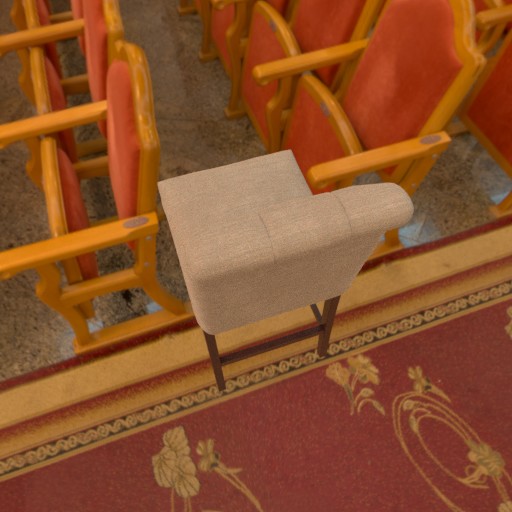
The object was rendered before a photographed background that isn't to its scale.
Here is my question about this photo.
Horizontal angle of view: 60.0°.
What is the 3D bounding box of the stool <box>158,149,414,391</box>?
[{"bbox_3d":[0.000,0.000,1.437,0.486,1.084,0.660,-16,59,-10],"label":"stool"}]
